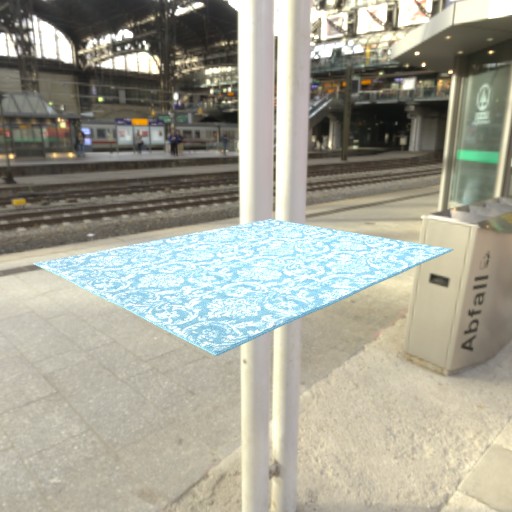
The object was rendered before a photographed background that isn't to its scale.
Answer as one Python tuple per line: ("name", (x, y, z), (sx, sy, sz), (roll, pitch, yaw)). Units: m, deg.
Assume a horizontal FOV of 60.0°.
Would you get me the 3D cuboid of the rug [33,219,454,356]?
("rug", (0.000, 0.000, 3.985), (2.363, 0.012, 2.980), (14, 20, 42))
